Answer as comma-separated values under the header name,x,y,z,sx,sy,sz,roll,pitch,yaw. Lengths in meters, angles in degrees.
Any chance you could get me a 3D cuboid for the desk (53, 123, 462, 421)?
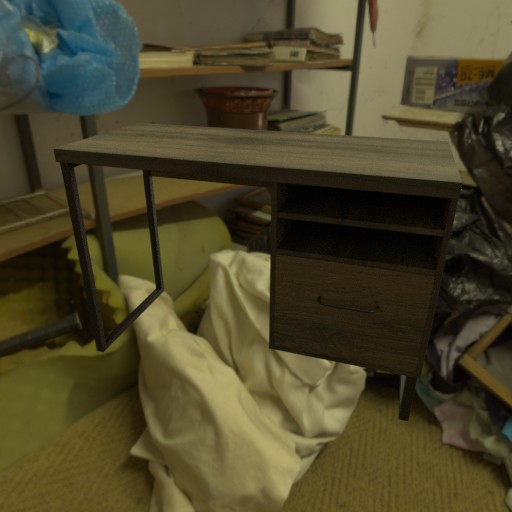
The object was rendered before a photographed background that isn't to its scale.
name,x,y,z,sx,sy,sz,roll,pitch,yaw
desk,0.000,0.000,1.525,1.134,0.752,0.511,8,27,16
